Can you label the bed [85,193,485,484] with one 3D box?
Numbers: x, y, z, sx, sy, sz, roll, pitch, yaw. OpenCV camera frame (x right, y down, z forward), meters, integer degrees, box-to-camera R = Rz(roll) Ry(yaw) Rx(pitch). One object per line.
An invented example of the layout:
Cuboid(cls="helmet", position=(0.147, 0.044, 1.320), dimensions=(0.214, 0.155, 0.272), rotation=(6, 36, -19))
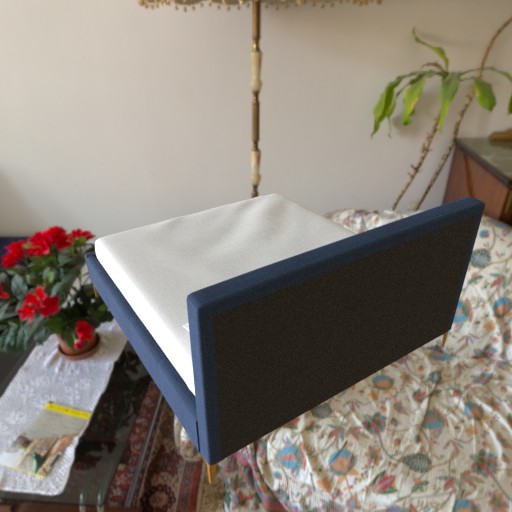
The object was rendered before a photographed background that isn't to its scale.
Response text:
Cuboid(cls="bed", position=(0.000, 0.000, 3.442), dimensions=(2.096, 1.231, 2.232), rotation=(-18, 34, -29))
